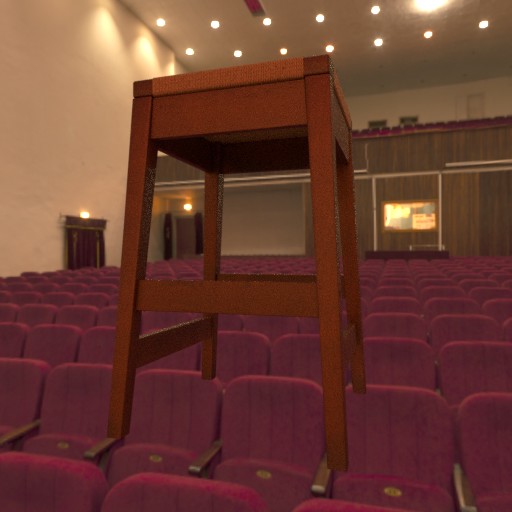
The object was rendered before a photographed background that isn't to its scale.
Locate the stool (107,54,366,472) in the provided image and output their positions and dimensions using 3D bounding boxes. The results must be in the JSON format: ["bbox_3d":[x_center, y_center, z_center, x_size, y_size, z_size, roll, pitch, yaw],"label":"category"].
[{"bbox_3d":[0.000,0.000,1.097,0.497,0.762,0.507,0,0,18],"label":"stool"}]
